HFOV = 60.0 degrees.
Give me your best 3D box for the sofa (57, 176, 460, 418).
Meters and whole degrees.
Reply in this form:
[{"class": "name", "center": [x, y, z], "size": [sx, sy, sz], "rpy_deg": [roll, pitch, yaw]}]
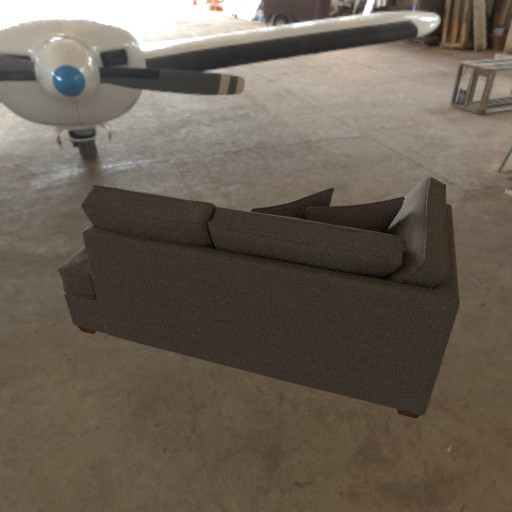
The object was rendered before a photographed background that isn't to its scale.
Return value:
[{"class": "sofa", "center": [0.000, 0.000, 2.812], "size": [2.237, 1.033, 1.110], "rpy_deg": [10, 34, 16]}]
